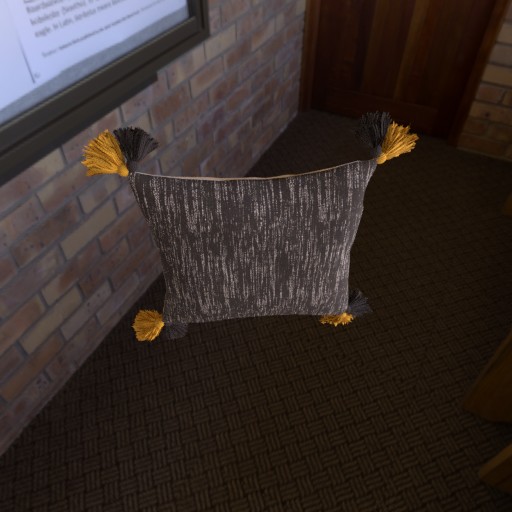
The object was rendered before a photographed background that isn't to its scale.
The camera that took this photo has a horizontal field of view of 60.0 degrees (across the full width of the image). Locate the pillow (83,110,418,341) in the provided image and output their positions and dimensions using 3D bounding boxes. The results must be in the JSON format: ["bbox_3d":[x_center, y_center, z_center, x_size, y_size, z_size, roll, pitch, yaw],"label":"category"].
[{"bbox_3d":[0.000,0.000,1.003,0.654,0.659,0.139,-4,46,-3],"label":"pillow"}]
